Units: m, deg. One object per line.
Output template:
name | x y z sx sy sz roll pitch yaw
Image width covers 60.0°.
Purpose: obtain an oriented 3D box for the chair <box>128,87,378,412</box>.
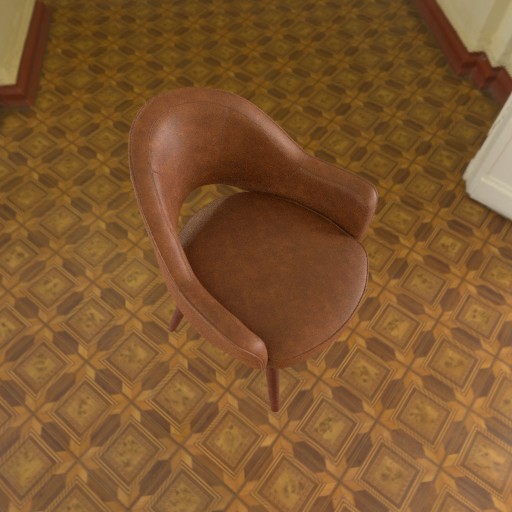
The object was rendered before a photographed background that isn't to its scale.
chair | 0.000 0.000 1.276 0.640 0.777 0.591 33 64 19
